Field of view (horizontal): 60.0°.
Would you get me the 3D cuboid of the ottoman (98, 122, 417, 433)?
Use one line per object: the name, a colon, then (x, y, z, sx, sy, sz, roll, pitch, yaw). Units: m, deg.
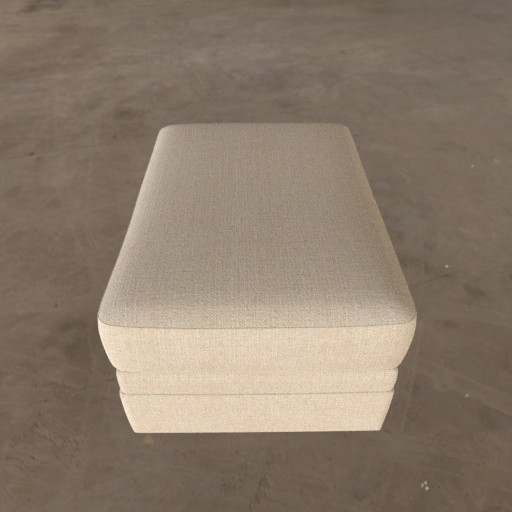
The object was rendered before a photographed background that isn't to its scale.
ottoman: (0.000, 0.000, 1.267, 0.637, 0.478, 0.885, 0, 41, 0)
